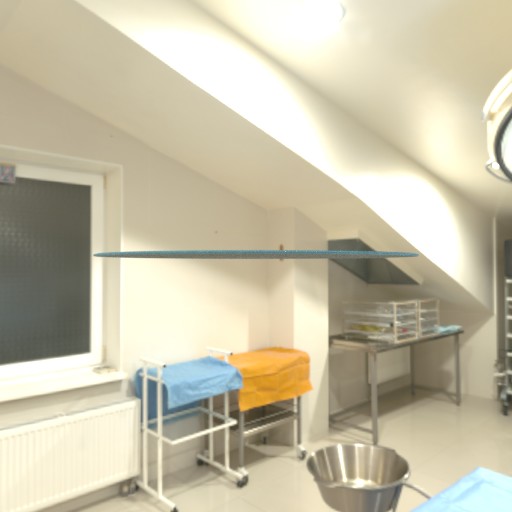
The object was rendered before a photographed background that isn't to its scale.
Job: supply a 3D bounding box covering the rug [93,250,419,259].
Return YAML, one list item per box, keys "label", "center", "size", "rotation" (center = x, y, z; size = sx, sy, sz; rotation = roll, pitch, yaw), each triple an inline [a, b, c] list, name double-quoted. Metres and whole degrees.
- label: "rug"
  center: [0.000, 0.000, 2.309]
  size: [1.593, 0.012, 1.593]
  rotation: [0, -1, 0]
